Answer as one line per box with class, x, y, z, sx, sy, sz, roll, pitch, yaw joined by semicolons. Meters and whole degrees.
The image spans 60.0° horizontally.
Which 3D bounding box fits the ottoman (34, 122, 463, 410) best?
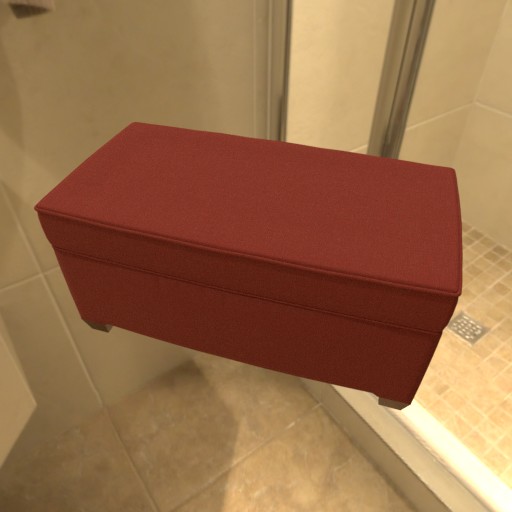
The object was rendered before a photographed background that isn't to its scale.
ottoman;0.000;0.000;1.216;0.948;0.454;0.497;12;43;13
